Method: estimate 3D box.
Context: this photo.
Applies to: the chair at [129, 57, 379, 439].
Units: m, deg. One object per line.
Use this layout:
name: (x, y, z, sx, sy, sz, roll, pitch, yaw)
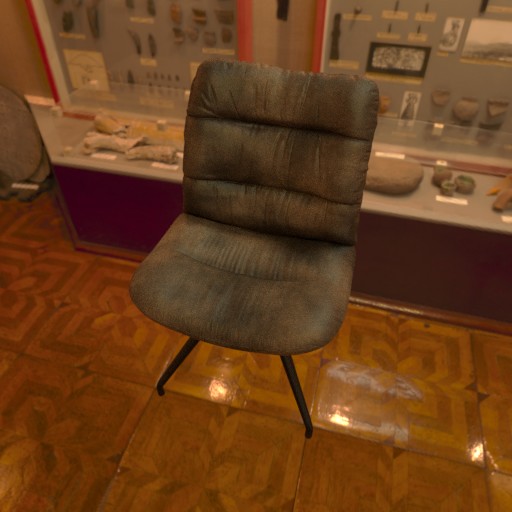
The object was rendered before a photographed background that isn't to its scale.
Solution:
chair: (0.000, 0.000, 1.252, 0.549, 0.870, 0.622, 11, 43, 12)
